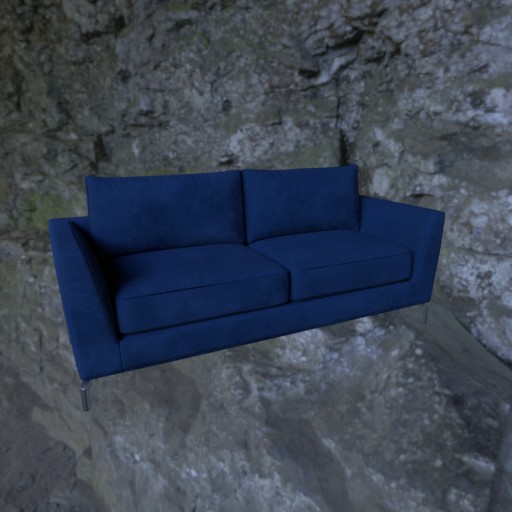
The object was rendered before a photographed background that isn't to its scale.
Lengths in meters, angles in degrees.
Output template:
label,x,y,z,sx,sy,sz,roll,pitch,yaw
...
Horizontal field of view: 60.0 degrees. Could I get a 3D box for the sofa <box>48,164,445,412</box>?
label,x,y,z,sx,sy,sz,roll,pitch,yaw
sofa,0.000,0.000,2.676,2.212,0.998,0.853,-8,18,-25
